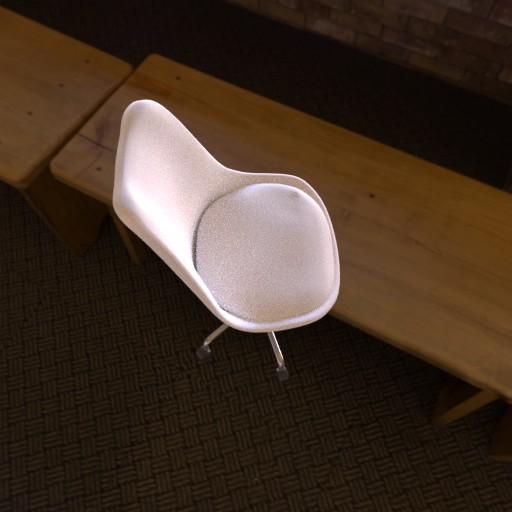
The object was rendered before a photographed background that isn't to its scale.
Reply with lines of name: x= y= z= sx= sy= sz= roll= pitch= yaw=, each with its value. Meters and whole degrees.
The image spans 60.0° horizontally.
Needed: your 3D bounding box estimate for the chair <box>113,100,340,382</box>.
chair: x=0.000 y=0.000 z=1.276 sx=0.550 sy=0.930 sz=0.550 roll=-3 pitch=63 yaw=-1
